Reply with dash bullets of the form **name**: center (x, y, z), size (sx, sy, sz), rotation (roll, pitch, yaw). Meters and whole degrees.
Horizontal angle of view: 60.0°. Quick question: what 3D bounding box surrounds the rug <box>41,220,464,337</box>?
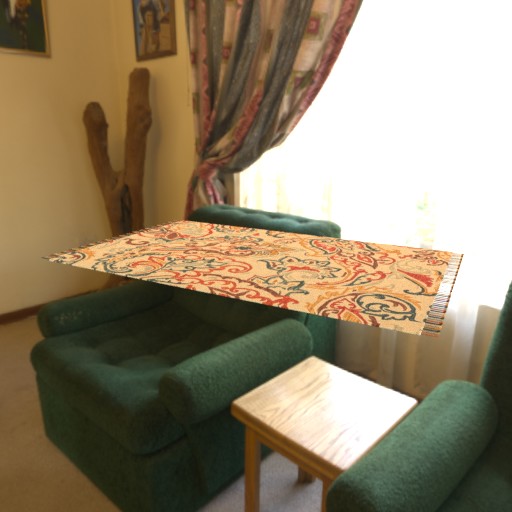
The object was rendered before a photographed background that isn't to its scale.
- **rug**: center (0.000, 0.000, 3.129), size (2.584, 0.010, 1.523), rotation (8, 18, 27)
